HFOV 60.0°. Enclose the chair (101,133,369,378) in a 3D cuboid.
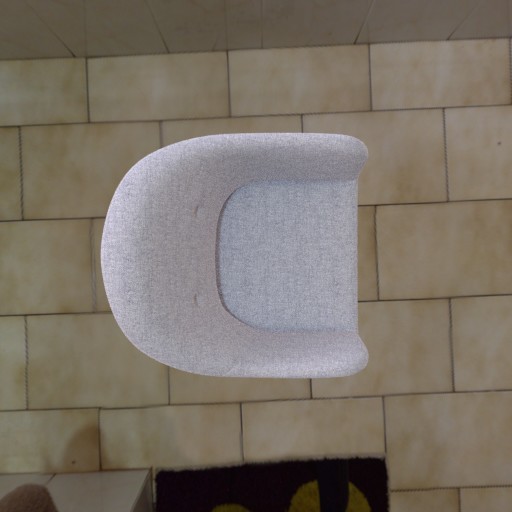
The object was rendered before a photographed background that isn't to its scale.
[{"bbox_3d":[0.000,0.000,1.179,0.570,0.780,0.540,0,90,0],"label":"chair"}]
